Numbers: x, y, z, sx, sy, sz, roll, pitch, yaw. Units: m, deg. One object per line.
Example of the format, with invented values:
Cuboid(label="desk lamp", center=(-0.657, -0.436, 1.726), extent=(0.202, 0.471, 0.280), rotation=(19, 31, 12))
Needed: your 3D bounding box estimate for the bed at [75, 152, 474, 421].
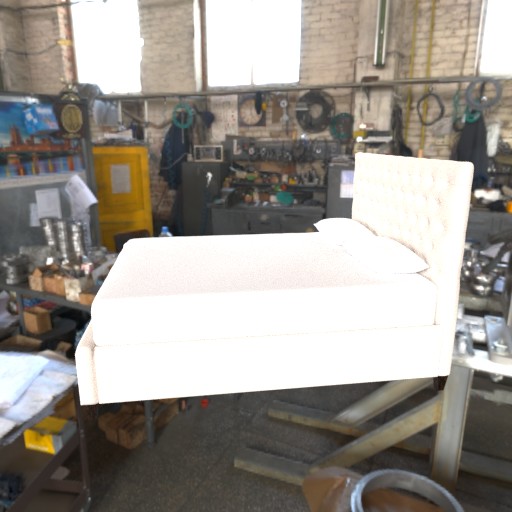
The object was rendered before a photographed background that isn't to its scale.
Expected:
Cuboid(label="bed", center=(0.000, 0.000, 3.265), extent=(2.233, 1.426, 1.696), rotation=(-2, 15, -8))
